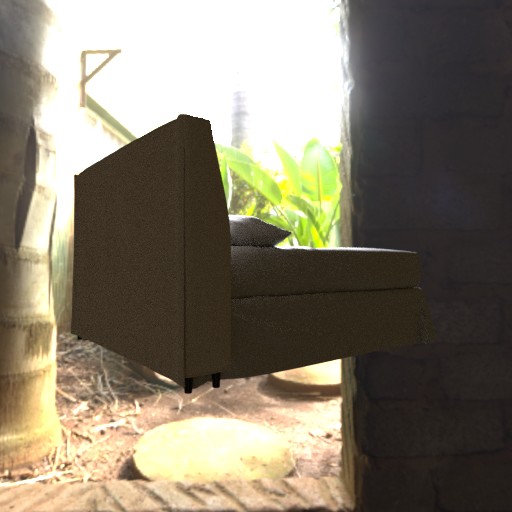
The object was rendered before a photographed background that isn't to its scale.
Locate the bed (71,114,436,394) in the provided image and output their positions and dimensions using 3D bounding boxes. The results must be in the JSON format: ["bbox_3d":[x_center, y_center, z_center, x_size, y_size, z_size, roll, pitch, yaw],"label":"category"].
[{"bbox_3d":[0.000,0.000,3.467,2.276,1.332,1.925,1,-1,-37],"label":"bed"}]
